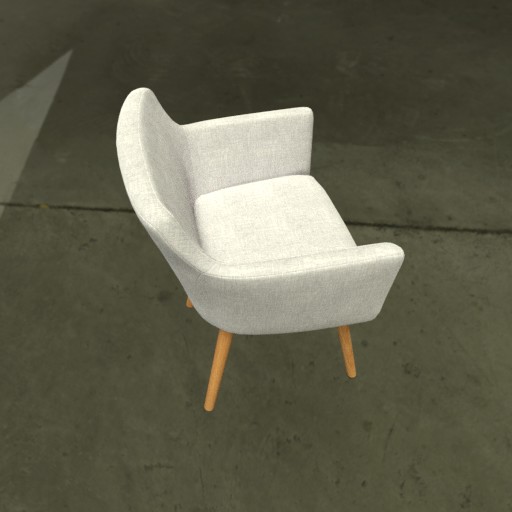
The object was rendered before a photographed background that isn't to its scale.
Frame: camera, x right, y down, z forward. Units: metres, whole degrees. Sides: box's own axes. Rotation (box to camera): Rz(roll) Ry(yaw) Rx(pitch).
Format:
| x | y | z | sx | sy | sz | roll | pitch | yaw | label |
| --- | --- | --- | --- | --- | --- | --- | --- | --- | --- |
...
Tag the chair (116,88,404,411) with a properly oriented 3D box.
| x | y | z | sx | sy | sz | roll | pitch | yaw | label |
| --- | --- | --- | --- | --- | --- | --- | --- | --- | --- |
| 0.000 | 0.000 | 1.150 | 0.540 | 0.780 | 0.570 | -10 | 48 | -9 | chair |
